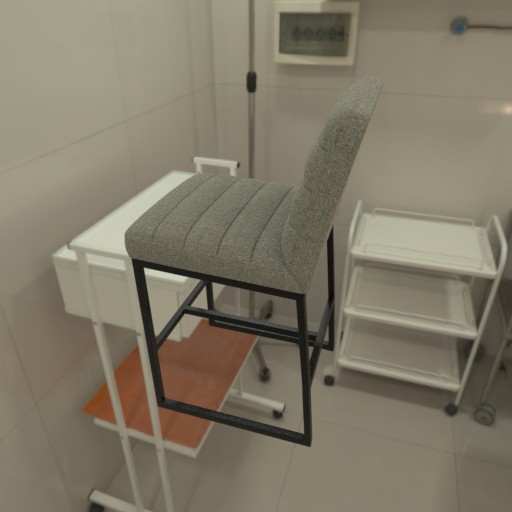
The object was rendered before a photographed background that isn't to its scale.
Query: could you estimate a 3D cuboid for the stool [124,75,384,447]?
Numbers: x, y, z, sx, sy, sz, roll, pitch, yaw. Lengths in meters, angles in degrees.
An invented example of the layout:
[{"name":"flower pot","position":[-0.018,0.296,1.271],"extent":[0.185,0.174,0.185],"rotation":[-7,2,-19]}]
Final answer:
[{"name":"stool","position":[0.000,0.000,1.267],"extent":[0.560,0.940,0.460],"rotation":[9,31,15]}]
